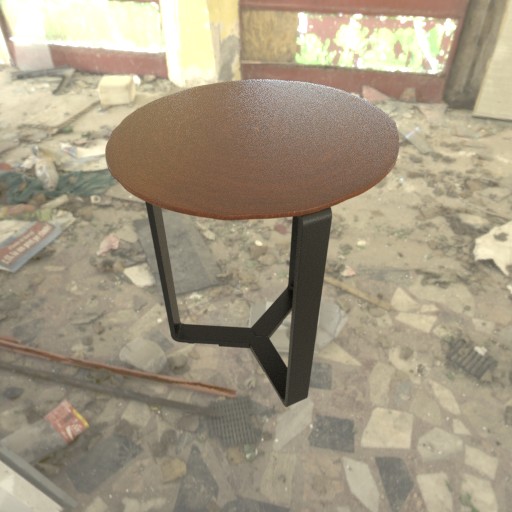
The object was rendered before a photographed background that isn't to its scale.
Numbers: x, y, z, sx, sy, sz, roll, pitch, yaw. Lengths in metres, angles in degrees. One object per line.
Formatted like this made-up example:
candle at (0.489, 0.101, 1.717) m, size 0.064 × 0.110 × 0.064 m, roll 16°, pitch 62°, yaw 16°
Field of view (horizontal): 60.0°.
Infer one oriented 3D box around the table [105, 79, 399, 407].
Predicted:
table at (0.000, 0.000, 0.749) m, size 0.380 × 0.450 × 0.410 m, roll 24°, pitch 46°, yaw 25°
